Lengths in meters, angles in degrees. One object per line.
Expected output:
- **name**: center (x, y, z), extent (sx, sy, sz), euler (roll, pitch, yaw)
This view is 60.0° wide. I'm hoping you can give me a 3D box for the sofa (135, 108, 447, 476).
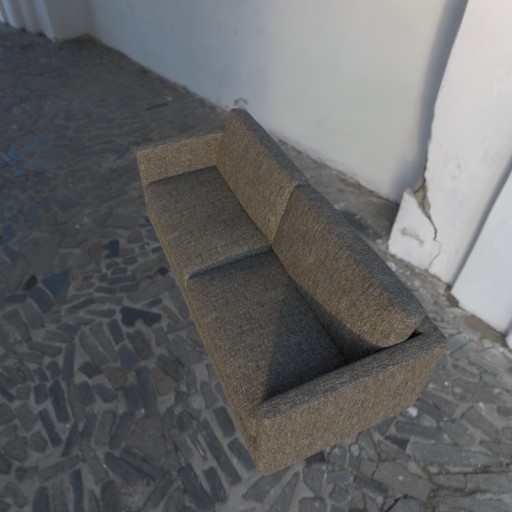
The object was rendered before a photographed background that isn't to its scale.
- **sofa**: center (0.000, 0.000, 2.740), extent (0.948, 0.960, 2.208), euler (-18, 48, -17)
